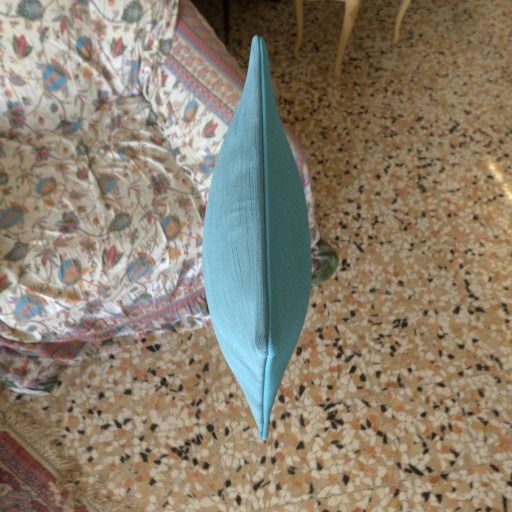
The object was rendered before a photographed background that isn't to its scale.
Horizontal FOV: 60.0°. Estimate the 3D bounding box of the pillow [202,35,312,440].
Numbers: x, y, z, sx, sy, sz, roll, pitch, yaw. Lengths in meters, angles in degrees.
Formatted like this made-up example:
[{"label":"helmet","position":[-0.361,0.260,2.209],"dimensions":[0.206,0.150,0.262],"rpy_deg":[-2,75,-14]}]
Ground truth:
[{"label":"pillow","position":[0.000,0.000,0.640],"dimensions":[0.151,0.415,0.433],"rpy_deg":[-1,58,0]}]
